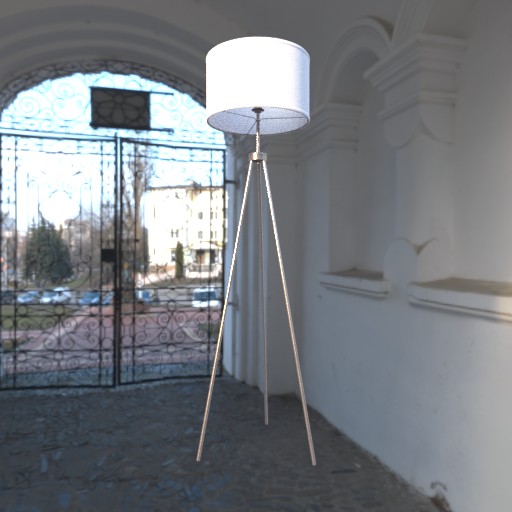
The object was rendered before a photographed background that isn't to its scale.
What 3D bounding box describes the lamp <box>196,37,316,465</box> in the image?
[{"bbox_3d":[0.000,0.000,1.793,0.448,1.545,0.458,0,1,1],"label":"lamp"}]
